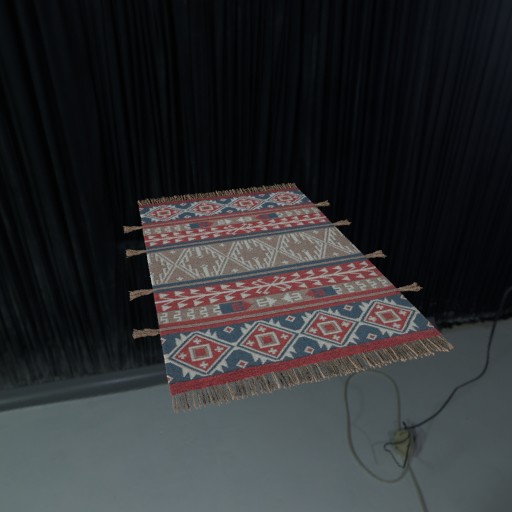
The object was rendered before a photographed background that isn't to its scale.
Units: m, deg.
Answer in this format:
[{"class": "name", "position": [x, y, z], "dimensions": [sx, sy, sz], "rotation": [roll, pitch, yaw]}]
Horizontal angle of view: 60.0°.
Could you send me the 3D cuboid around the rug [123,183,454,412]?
[{"class": "rug", "position": [0.000, 0.000, 2.607], "dimensions": [1.469, 0.040, 2.025], "rotation": [-9, 32, -14]}]
